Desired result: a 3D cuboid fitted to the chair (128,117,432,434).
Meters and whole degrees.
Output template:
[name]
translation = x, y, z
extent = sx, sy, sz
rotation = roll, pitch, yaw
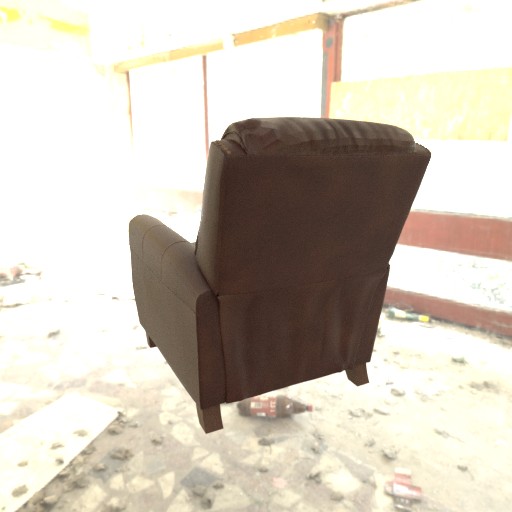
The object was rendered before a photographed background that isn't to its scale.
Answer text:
[chair]
translation = 0.000, 0.000, 1.797
extent = 0.826, 1.022, 1.089
rotation = -7, 15, -27
